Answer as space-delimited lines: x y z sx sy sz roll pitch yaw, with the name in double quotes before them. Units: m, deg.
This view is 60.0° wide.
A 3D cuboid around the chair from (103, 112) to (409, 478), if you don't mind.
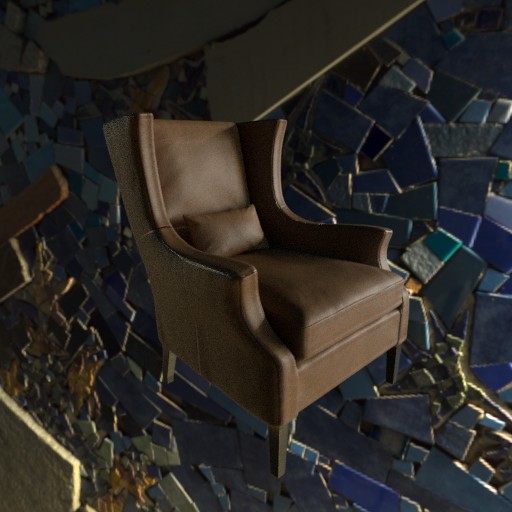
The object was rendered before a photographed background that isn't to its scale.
"chair" 0.000 0.000 1.667 0.925 1.016 0.852 14 20 42
